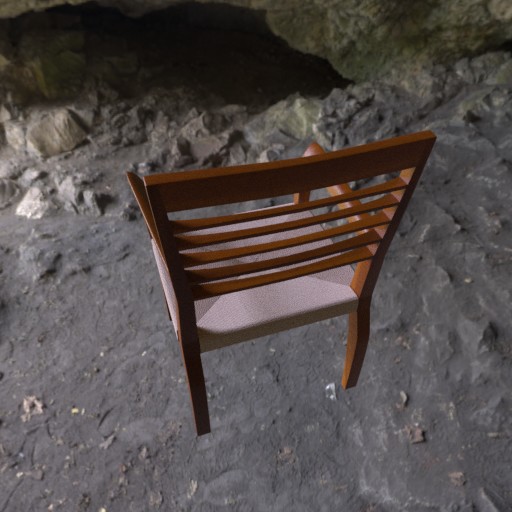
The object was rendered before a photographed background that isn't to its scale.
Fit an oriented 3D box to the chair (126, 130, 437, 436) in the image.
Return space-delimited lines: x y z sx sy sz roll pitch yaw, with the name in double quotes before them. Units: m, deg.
"chair" 0.000 0.000 1.235 0.587 0.855 0.540 -12 41 -15
